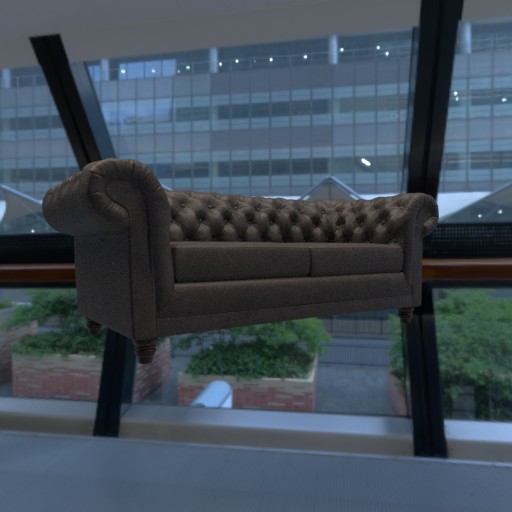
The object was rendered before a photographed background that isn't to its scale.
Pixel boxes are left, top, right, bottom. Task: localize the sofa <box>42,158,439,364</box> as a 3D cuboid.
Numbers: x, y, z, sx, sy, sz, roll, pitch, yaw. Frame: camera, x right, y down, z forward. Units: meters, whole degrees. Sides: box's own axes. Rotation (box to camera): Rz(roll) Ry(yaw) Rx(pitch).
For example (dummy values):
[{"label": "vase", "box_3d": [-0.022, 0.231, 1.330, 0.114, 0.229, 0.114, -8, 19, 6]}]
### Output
[{"label": "sofa", "box_3d": [0.000, 0.000, 2.445, 2.048, 0.779, 0.944, -1, 1, -35]}]
